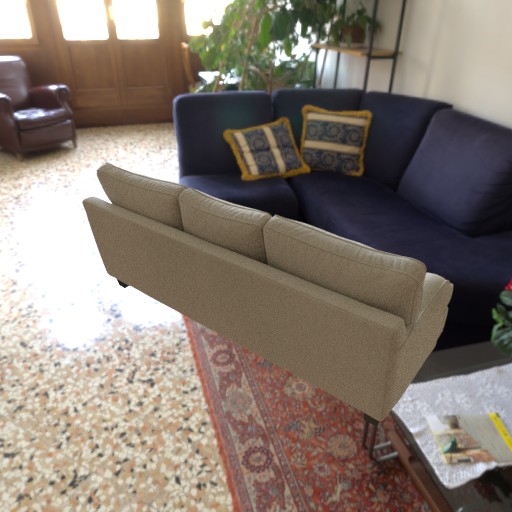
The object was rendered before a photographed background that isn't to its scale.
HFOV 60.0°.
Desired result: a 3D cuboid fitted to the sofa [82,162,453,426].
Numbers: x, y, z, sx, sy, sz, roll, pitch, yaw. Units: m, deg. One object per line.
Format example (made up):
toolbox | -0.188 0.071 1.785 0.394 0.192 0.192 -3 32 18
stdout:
sofa | 0.000 0.000 2.941 2.323 0.991 1.016 21 36 32
